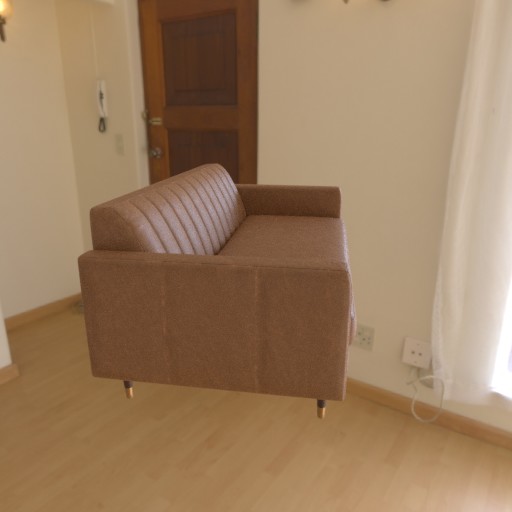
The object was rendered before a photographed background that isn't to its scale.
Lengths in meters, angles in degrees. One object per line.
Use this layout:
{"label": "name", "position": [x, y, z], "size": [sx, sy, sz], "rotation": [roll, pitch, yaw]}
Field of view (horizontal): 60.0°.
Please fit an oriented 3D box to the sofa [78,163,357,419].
{"label": "sofa", "position": [0.000, 0.000, 2.401], "size": [0.993, 0.821, 1.847], "rotation": [3, 18, 9]}
